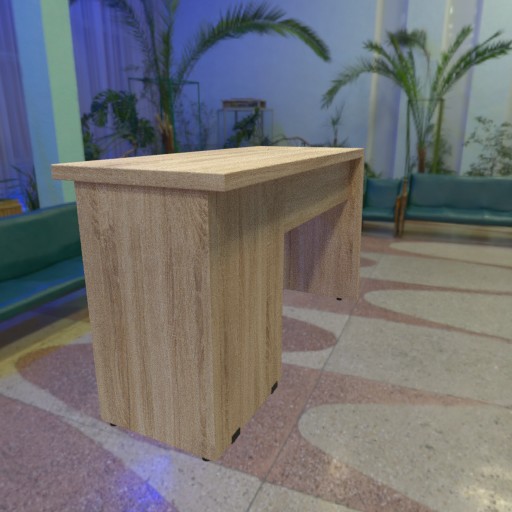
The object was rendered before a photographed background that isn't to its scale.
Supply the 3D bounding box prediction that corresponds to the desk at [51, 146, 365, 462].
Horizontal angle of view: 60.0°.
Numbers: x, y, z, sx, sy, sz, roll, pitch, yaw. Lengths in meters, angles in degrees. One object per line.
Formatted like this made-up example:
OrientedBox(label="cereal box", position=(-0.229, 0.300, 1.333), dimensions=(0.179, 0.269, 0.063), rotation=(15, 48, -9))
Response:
OrientedBox(label="desk", position=(0.000, 0.000, 1.659), dimensions=(0.500, 0.750, 1.300), rotation=(8, 18, 25))
